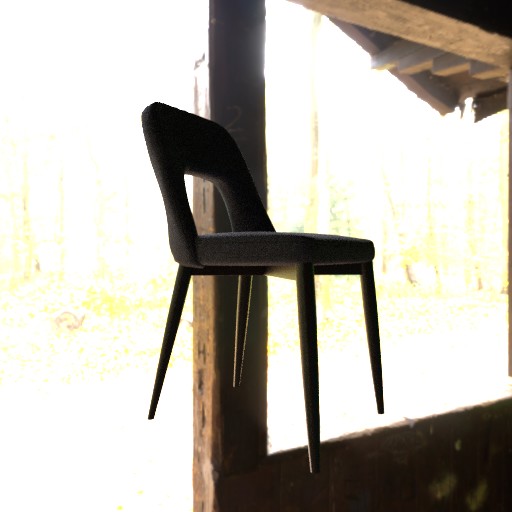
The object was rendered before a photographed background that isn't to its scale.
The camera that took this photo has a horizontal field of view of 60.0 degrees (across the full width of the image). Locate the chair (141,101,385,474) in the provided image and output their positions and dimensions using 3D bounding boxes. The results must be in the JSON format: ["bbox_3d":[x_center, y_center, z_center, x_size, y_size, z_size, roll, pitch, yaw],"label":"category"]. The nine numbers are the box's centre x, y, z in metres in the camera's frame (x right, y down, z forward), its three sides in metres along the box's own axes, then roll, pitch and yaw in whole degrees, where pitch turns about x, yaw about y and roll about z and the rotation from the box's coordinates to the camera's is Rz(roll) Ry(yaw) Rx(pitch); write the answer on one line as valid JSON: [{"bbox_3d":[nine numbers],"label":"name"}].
[{"bbox_3d":[0.000,0.000,1.277,0.612,0.931,0.470,0,1,35],"label":"chair"}]
